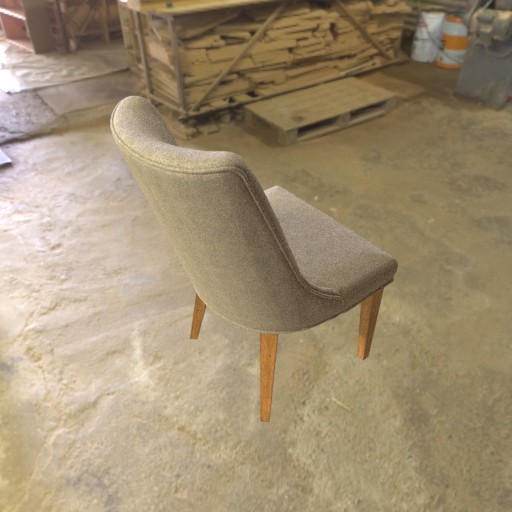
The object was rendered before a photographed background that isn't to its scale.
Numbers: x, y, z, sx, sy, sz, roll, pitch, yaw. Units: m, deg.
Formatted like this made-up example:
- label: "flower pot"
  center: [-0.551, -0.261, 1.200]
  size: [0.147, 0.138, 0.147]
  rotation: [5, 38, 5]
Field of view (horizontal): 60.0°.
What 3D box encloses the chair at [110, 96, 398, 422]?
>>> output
- label: "chair"
  center: [0.000, 0.000, 1.285]
  size: [0.636, 0.916, 0.548]
  rotation: [-27, 47, -28]
